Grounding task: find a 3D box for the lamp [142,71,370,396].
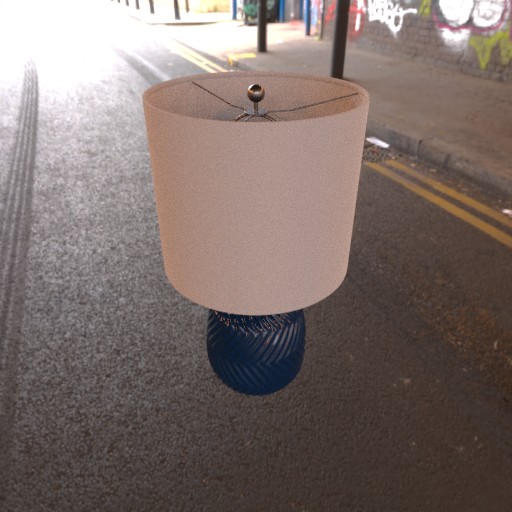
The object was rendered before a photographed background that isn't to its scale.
[{"bbox_3d":[0.000,0.000,0.500,0.203,0.368,0.203,10,34,15],"label":"lamp"}]
